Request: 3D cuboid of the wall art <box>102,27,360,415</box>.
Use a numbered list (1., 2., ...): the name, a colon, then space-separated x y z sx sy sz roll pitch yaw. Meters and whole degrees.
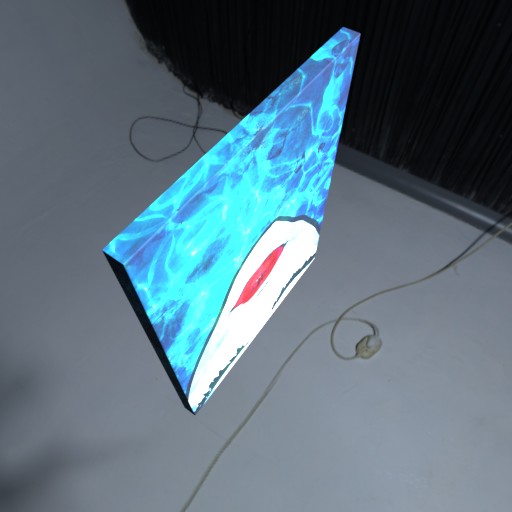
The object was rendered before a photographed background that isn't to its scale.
1. wall art: 0.000 0.000 0.999 0.038 0.760 0.609 31 62 18
